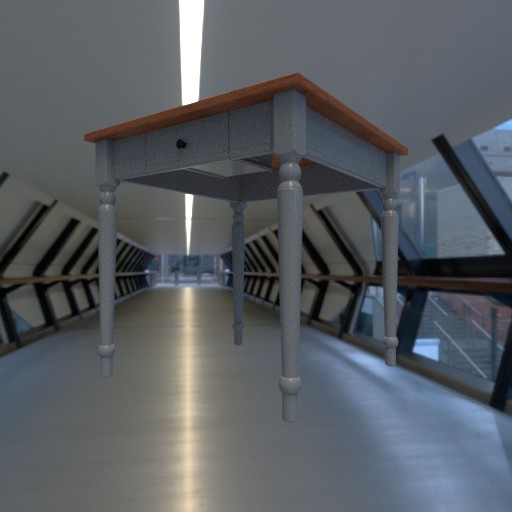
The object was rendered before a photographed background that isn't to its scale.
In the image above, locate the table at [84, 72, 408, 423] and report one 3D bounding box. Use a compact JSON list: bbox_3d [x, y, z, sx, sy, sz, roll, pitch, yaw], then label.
[{"bbox_3d":[0.000,0.000,1.423,0.747,0.738,0.747,-1,-1,36],"label":"table"}]
